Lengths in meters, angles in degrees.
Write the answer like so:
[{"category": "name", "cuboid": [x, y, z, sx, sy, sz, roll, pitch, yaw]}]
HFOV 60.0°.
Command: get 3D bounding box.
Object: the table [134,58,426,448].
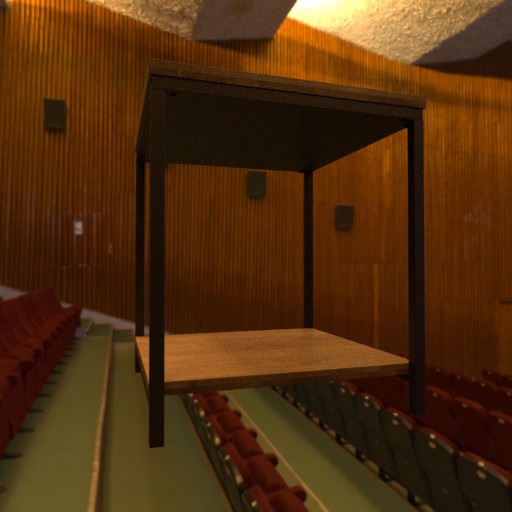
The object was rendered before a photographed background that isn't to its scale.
[{"category": "table", "cuboid": [0.000, 0.000, 0.985, 0.503, 0.589, 0.507, 0, -1, -18]}]
